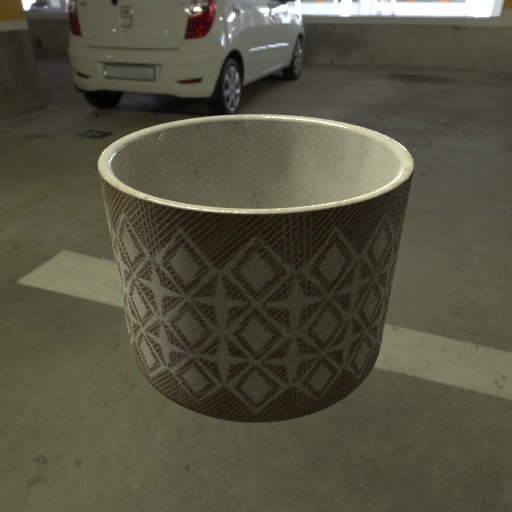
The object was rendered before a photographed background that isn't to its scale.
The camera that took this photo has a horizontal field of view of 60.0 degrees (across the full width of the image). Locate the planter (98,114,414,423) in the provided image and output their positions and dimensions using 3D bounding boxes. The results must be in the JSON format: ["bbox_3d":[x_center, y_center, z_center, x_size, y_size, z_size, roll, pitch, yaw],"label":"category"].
[{"bbox_3d":[0.000,0.000,0.211,0.126,0.104,0.126,0,30,0],"label":"planter"}]
